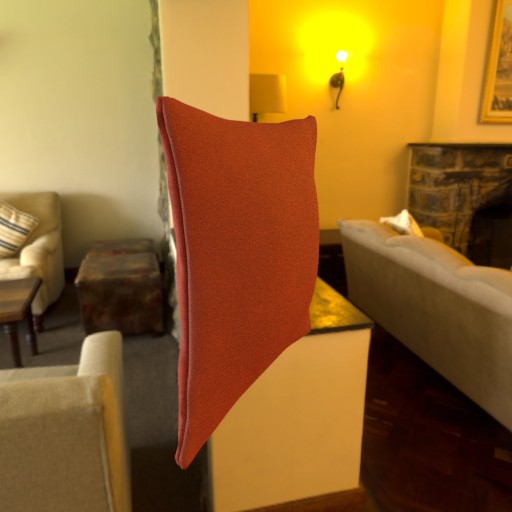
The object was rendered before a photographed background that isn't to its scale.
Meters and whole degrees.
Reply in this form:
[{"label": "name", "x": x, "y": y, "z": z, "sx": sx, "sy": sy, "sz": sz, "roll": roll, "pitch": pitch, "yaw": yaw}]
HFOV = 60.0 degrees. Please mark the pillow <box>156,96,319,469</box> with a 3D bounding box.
[{"label": "pillow", "x": 0.000, "y": 0.000, "z": 0.656, "sx": 0.151, "sy": 0.416, "sz": 0.435, "roll": 7, "pitch": 17, "yaw": 26}]
